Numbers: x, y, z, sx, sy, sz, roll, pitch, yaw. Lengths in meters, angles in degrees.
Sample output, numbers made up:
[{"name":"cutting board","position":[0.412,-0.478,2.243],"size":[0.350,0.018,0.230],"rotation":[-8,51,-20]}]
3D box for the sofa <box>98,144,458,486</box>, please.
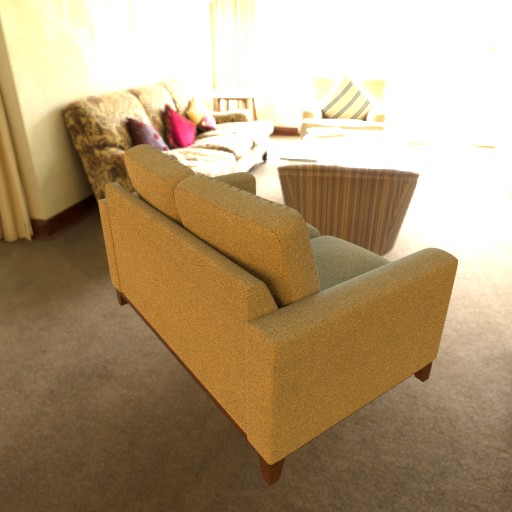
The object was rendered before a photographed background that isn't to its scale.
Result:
[{"name":"sofa","position":[0.000,0.000,1.994],"size":[0.917,0.873,1.420],"rotation":[-18,32,-32]}]
